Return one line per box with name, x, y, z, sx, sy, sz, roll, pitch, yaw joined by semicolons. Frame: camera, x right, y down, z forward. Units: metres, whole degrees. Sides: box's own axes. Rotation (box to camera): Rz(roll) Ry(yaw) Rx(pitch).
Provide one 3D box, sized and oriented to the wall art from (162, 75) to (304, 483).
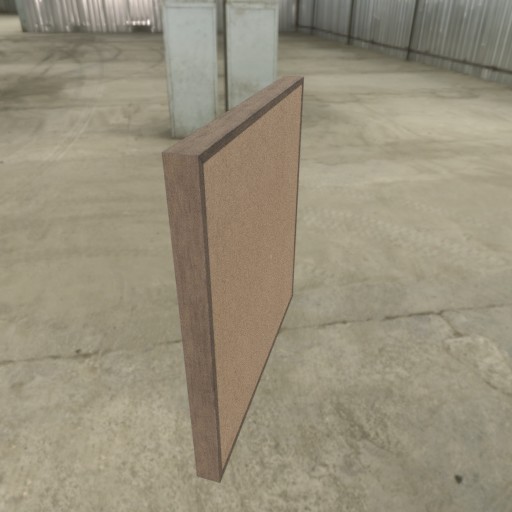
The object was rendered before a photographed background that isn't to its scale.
wall art;0.000;0.000;0.760;0.038;0.508;0.508;9;31;14
